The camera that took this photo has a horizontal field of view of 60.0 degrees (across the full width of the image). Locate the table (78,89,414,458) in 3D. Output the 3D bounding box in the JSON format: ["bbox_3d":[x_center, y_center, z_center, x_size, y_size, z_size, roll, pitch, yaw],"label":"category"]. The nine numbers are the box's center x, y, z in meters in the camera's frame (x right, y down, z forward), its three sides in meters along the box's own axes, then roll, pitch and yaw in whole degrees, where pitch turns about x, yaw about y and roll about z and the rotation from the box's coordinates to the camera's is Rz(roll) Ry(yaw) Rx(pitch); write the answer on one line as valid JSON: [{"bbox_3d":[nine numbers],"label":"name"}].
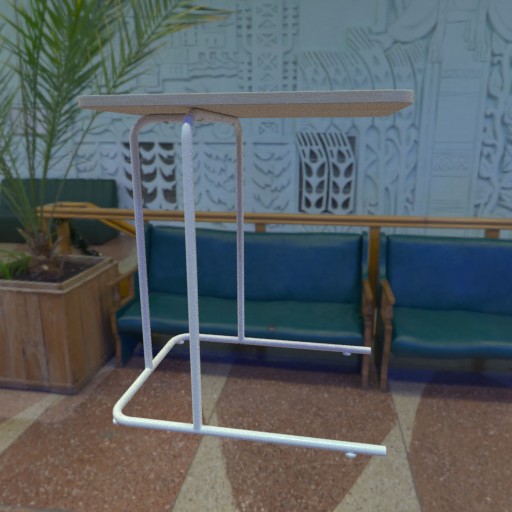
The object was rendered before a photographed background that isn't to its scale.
[{"bbox_3d":[0.000,0.000,0.843,0.480,0.550,0.370,3,15,10],"label":"table"}]
